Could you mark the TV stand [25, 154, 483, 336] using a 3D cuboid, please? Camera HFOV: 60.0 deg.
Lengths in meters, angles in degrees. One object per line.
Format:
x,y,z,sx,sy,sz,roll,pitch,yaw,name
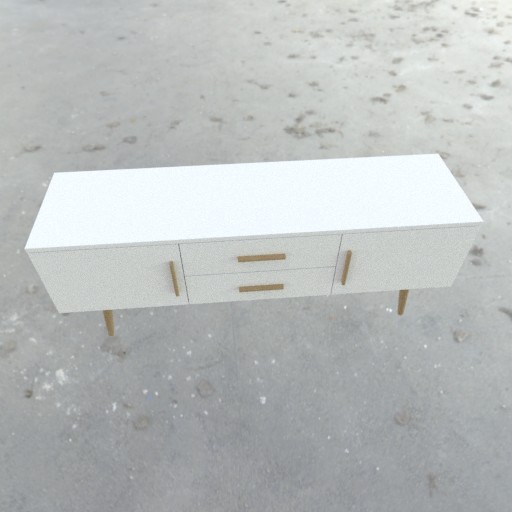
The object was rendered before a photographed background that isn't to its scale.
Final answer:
0.000,0.000,1.671,1.398,0.560,0.401,-4,46,-3,TV stand
